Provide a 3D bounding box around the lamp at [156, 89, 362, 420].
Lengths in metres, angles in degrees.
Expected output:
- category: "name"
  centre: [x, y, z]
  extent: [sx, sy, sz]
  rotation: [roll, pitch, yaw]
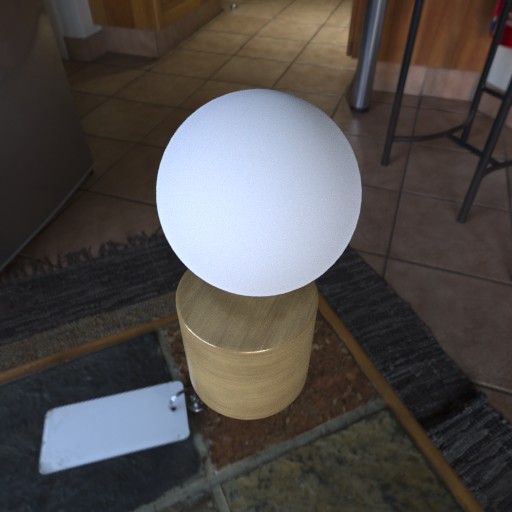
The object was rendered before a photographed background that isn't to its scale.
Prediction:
- category: "lamp"
  centre: [0.000, 0.000, 0.348]
  extent: [0.141, 0.250, 0.152]
  rotation: [16, 46, 15]
